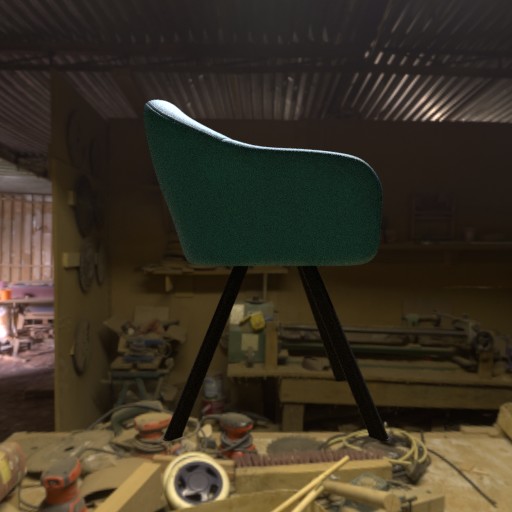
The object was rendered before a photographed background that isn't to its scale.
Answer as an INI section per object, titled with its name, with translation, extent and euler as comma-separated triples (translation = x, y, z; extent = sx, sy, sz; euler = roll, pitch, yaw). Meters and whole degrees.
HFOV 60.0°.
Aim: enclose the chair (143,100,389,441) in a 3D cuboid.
[chair]
translation = 0.000, 0.000, 1.166
extent = 0.570, 0.780, 0.540
euler = 0, 1, 0
